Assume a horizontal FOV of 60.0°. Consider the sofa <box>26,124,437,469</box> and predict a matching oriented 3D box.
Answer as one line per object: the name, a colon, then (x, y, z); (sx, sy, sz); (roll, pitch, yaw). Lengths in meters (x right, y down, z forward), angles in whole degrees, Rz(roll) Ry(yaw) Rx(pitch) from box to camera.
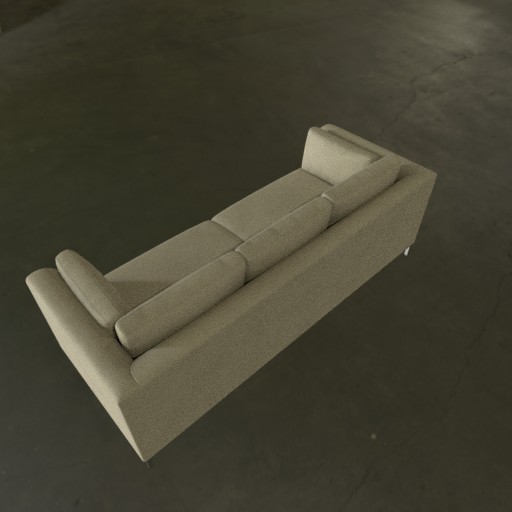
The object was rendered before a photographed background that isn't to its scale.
sofa: (0.000, 0.000, 2.846); (2.415, 0.867, 0.969); (-33, 53, -29)
